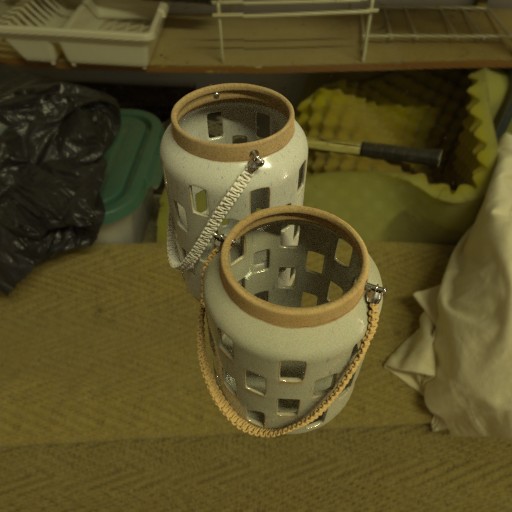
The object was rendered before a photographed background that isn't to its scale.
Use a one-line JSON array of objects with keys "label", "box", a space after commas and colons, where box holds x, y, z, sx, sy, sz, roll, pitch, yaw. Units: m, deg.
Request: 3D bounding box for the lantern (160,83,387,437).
[{"label": "lantern", "box": [0.000, 0.000, 0.495, 0.184, 0.255, 0.347, -15, 49, -14]}]
